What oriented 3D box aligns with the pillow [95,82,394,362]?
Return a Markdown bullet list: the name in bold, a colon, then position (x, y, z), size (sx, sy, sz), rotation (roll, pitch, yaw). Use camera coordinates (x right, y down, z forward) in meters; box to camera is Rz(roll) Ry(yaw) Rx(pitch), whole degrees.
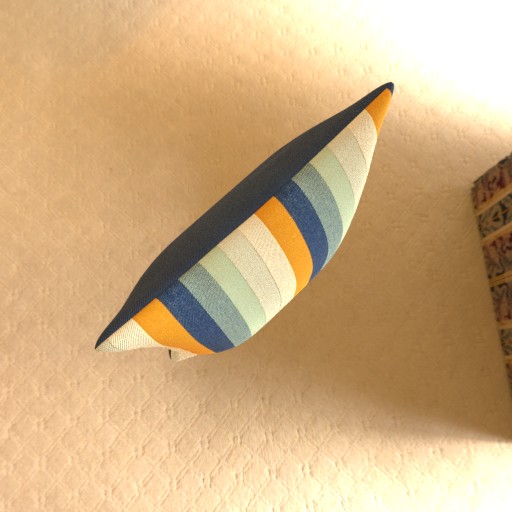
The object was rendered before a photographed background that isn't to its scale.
- **pillow**: position (0.000, 0.000, 0.718), size (0.463, 0.454, 0.173), rotation (-43, 79, -10)
